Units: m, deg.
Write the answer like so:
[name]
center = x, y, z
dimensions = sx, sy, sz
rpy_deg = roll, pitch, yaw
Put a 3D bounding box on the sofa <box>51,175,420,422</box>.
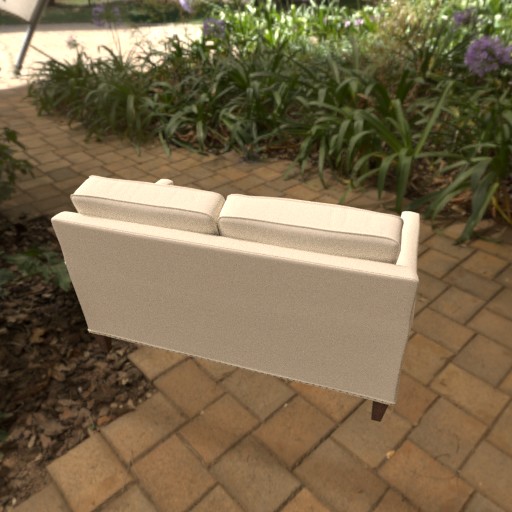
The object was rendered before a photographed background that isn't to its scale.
[sofa]
center = 0.000, 0.000, 2.300
dimensions = 1.597, 1.003, 1.084
rpy_deg = 10, 33, 15
